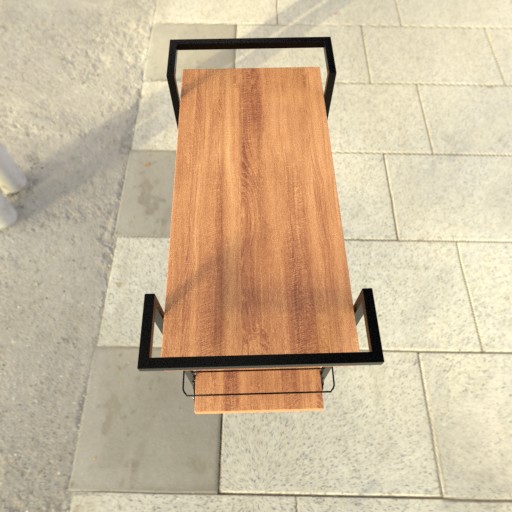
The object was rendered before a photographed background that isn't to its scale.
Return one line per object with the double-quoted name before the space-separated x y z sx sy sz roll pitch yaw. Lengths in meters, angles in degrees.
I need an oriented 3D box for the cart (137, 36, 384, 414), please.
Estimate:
"cart" 0.000 0.000 1.233 0.406 0.762 0.806 -1 62 -1
